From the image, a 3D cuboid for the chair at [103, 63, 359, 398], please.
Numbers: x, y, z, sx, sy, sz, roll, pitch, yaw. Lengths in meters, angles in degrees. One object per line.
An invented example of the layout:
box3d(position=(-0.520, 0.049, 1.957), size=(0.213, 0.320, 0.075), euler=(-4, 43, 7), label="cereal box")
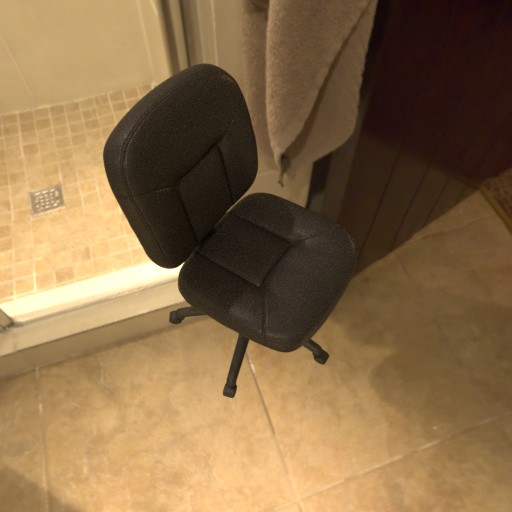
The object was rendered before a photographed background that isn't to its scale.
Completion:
box3d(position=(0.000, 0.000, 1.379), size=(0.646, 0.959, 0.647), euler=(30, 63, 17), label="chair")
